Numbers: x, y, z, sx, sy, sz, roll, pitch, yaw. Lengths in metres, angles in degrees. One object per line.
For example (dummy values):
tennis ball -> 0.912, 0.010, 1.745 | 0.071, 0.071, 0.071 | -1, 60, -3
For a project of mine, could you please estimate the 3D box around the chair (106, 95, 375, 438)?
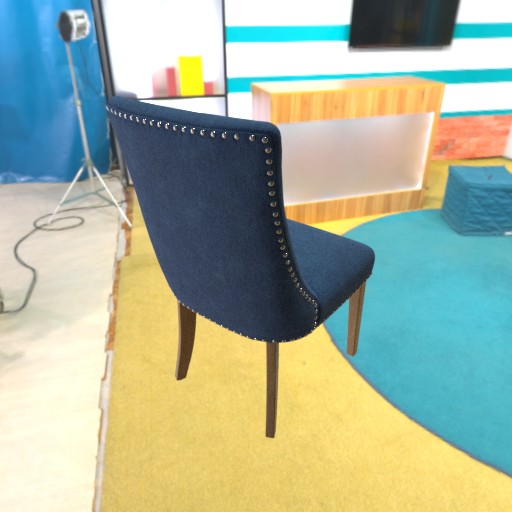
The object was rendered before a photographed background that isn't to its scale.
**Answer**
chair -> 0.000, 0.000, 1.274 | 0.495, 0.902, 0.610 | 21, 36, 33
